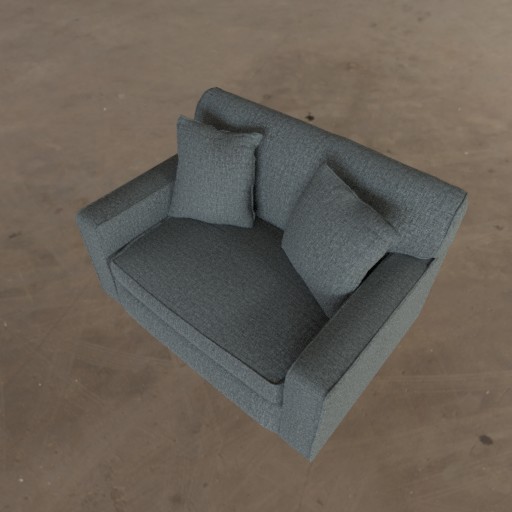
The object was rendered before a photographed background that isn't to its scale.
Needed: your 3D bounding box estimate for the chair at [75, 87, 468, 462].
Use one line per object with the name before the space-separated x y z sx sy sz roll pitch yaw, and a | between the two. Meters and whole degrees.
chair | 0.000 0.000 2.049 1.383 0.948 1.000 32 54 27
